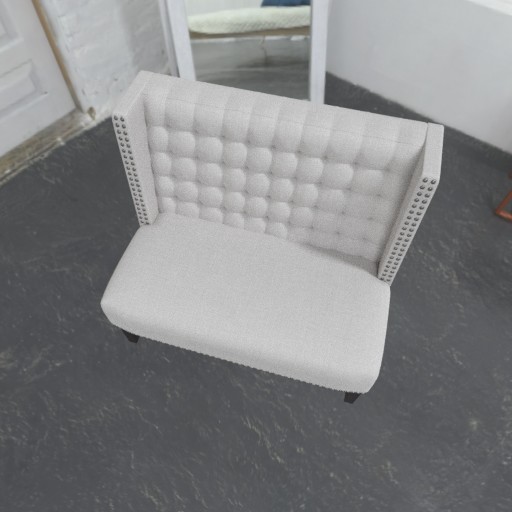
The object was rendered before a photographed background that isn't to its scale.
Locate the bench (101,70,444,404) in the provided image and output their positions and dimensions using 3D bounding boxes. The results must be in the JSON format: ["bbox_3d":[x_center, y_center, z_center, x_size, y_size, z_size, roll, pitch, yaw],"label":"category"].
[{"bbox_3d":[0.000,0.000,2.026,1.280,1.123,0.847,13,59,8],"label":"bench"}]
